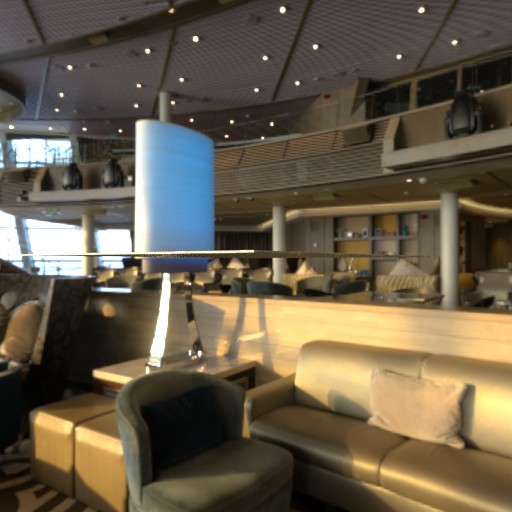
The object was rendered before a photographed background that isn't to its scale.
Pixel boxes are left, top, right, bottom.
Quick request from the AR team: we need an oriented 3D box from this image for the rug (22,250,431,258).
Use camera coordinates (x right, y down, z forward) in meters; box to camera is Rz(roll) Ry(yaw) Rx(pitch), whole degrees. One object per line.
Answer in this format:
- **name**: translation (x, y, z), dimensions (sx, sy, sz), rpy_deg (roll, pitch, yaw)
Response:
- **rug**: translation (0.000, 0.000, 4.363), dimensions (2.438, 0.013, 3.353), rpy_deg (0, -1, 36)
